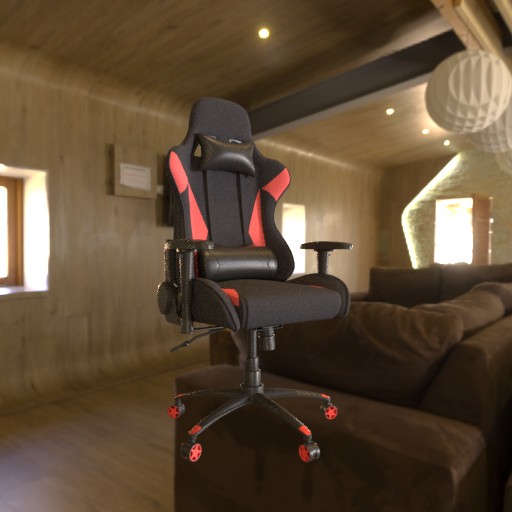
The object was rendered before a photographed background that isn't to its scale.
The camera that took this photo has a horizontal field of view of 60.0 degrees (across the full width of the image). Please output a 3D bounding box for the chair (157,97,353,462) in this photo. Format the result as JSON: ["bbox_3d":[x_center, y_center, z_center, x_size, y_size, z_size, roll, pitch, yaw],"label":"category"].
[{"bbox_3d":[0.000,0.000,1.683,0.695,1.326,0.658,-1,1,-35],"label":"chair"}]
